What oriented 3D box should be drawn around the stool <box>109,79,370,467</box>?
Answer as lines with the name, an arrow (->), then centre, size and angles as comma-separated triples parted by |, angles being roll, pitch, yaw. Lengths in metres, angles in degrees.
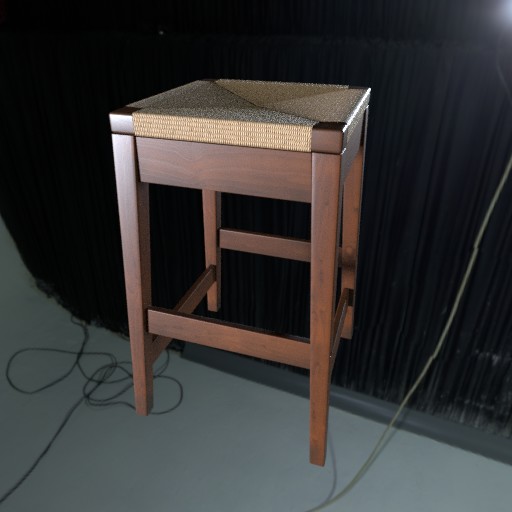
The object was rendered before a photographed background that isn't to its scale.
stool -> 0.000, 0.000, 1.112 | 0.497, 0.762, 0.507 | 9, 31, 16
